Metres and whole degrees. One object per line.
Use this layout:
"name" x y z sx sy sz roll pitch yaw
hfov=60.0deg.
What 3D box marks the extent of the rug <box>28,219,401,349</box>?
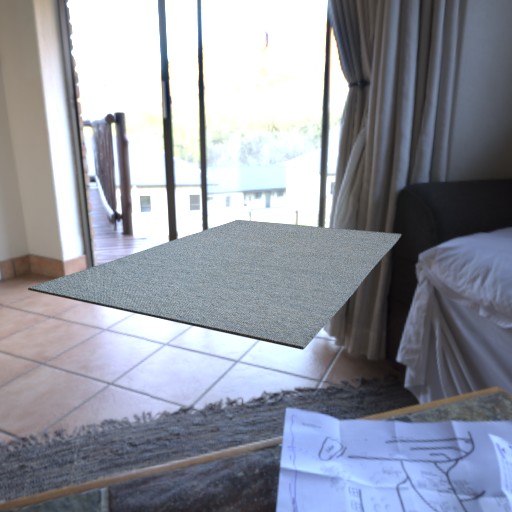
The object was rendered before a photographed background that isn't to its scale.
"rug" 0.000 0.000 2.982 1.547 0.013 2.283 7 16 25
